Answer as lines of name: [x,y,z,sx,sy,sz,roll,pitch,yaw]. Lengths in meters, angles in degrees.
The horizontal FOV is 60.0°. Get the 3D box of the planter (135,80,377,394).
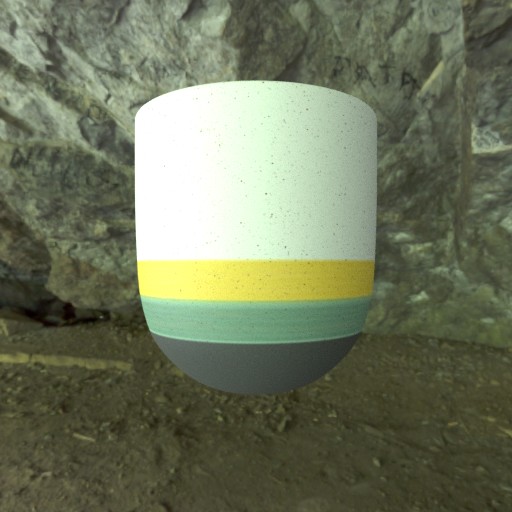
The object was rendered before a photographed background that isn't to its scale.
planter: [0.000,0.000,0.368,0.195,0.214,0.195,0,-1,0]
